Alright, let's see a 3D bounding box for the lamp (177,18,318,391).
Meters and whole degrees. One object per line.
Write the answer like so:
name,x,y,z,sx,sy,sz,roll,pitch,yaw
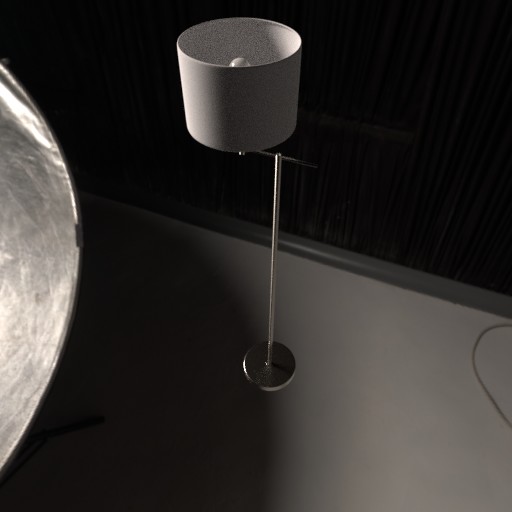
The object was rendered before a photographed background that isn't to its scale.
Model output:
lamp,0.000,0.000,1.722,0.416,1.600,0.324,16,49,15
